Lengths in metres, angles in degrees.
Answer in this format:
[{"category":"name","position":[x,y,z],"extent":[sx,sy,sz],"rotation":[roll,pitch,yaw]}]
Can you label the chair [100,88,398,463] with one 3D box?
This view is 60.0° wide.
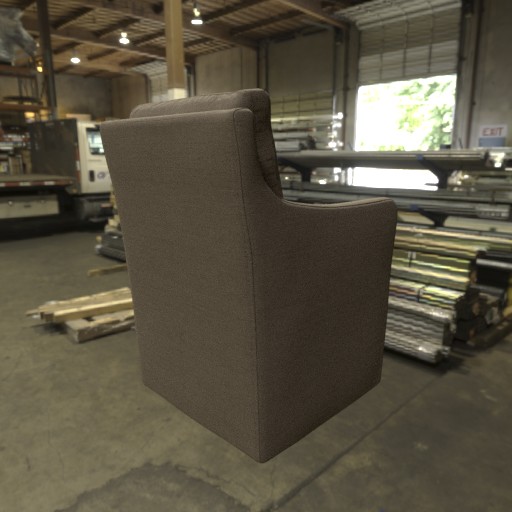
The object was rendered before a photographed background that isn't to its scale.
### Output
[{"category":"chair","position":[0.000,0.000,1.389],"extent":[0.694,0.914,0.626],"rotation":[-13,19,-43]}]
